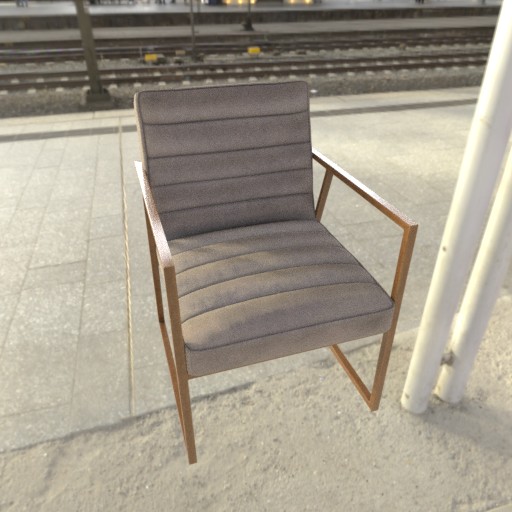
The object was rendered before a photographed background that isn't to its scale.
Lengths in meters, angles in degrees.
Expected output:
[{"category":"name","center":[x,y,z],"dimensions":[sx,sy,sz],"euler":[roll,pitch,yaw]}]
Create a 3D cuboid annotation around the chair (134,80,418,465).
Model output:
[{"category":"chair","center":[0.000,0.000,1.286],"dimensions":[0.578,0.843,0.682],"euler":[-10,33,-15]}]
